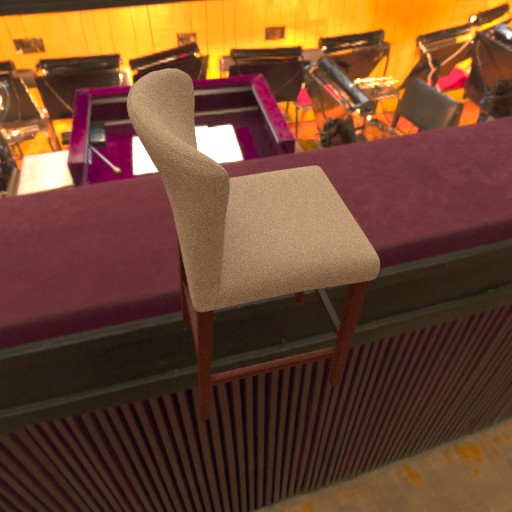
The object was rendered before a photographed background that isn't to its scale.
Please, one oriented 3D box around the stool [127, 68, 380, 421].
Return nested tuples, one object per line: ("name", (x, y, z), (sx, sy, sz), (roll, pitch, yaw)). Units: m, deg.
("stool", (0.000, 0.000, 1.360), (0.568, 1.069, 0.481), (-11, 46, -10))
